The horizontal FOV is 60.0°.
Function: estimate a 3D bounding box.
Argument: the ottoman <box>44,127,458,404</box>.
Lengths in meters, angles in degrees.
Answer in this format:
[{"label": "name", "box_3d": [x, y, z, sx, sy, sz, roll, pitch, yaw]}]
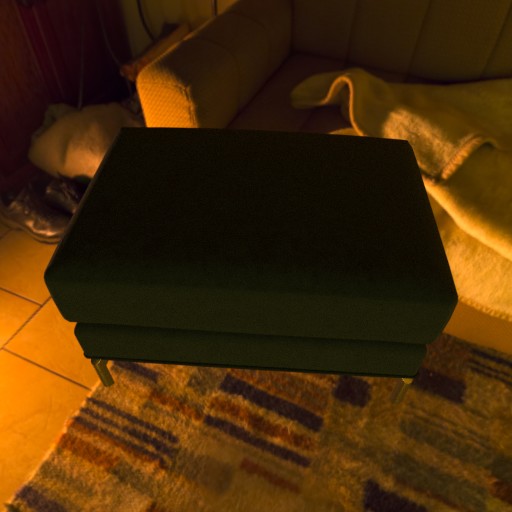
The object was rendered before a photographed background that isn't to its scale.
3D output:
[{"label": "ottoman", "box_3d": [0.000, 0.000, 1.202, 0.835, 0.498, 0.587, 3, 47, 3]}]
